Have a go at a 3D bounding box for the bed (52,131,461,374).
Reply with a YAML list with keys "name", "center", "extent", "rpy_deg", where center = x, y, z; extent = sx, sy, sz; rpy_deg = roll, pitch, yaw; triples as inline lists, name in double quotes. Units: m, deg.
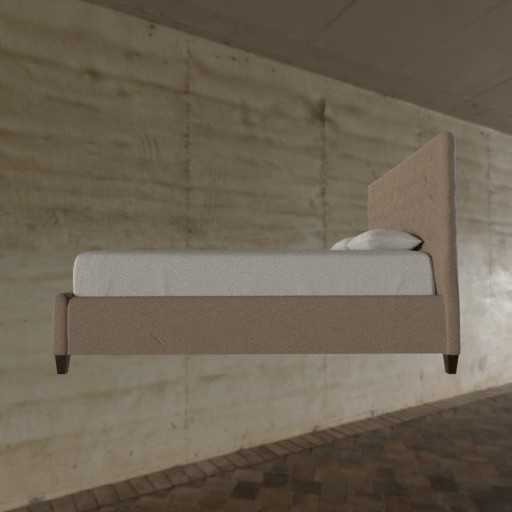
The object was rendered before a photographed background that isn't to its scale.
- name: "bed"
  center: [0.000, 0.000, 3.419]
  extent: [2.387, 1.427, 1.698]
  rpy_deg: [0, -2, 0]
